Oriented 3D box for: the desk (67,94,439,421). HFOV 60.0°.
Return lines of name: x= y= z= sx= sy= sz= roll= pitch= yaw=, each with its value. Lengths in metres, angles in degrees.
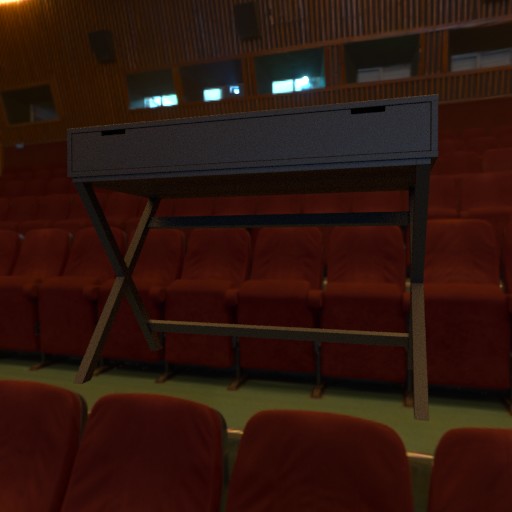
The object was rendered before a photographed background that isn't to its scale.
desk: x=0.000 y=0.000 z=1.450 sx=1.057 sy=0.780 sz=0.504 roll=0 pitch=1 yaw=17
